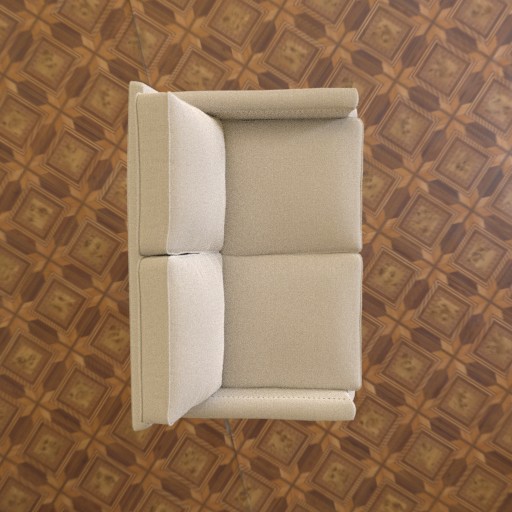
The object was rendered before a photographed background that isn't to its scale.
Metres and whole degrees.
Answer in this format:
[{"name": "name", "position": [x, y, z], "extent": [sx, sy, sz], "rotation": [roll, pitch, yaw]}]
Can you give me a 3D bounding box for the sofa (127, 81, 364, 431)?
[{"name": "sofa", "position": [0.000, 0.000, 2.234], "extent": [1.084, 1.003, 1.597], "rotation": [0, 92, 1]}]
